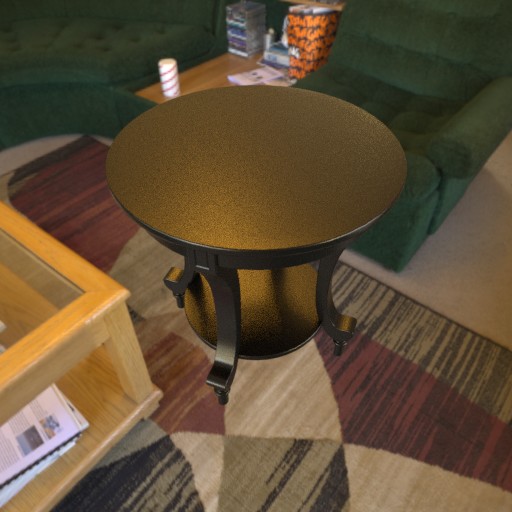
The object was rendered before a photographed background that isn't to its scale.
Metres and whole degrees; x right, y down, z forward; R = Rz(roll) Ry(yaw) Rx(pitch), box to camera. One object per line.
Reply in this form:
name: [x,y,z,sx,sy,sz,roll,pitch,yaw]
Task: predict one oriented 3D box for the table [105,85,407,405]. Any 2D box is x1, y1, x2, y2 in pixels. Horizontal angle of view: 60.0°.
table: [0.000,0.000,1.117,0.597,0.618,0.597,0,45,0]
